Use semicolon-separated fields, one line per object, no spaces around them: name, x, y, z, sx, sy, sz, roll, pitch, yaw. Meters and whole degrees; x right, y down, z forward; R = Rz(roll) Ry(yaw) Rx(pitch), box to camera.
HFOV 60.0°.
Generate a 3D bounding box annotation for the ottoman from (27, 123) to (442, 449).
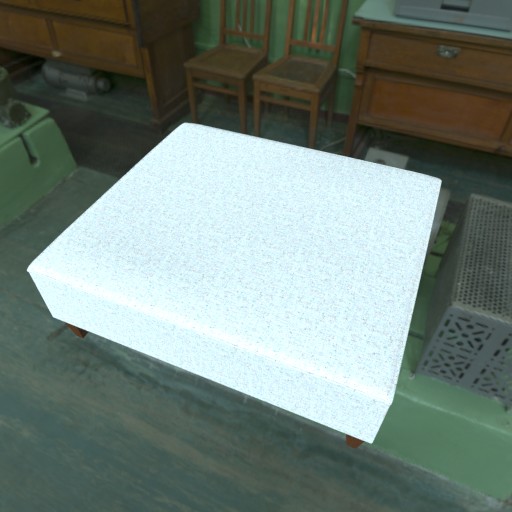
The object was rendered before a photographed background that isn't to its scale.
ottoman;0.000;0.000;1.229;0.835;0.303;0.736;17;48;16
